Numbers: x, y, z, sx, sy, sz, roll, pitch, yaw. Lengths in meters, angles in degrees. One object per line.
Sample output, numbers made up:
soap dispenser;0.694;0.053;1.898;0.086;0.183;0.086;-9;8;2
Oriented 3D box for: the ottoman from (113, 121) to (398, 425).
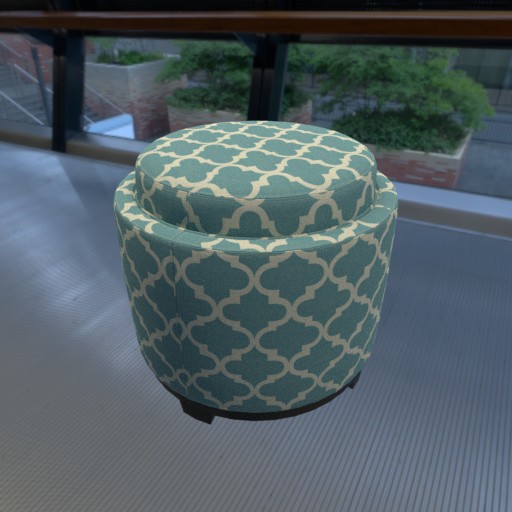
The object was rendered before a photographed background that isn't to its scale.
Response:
ottoman;0.000;0.000;0.833;0.480;0.429;0.480;0;31;0
